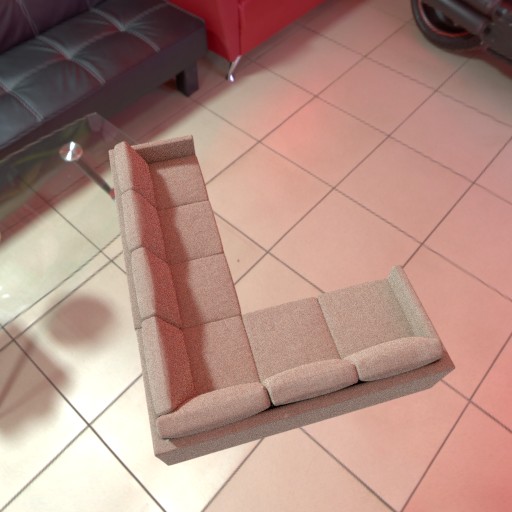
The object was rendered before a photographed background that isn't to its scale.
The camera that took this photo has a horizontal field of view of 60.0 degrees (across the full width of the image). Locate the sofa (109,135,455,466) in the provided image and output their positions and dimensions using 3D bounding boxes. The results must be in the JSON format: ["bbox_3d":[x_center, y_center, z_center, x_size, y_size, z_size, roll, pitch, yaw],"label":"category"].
[{"bbox_3d":[0.000,0.000,4.360,2.432,0.863,3.182,-13,59,-8],"label":"sofa"}]
